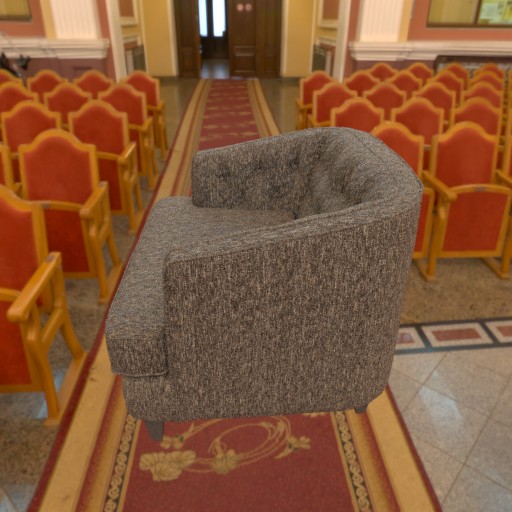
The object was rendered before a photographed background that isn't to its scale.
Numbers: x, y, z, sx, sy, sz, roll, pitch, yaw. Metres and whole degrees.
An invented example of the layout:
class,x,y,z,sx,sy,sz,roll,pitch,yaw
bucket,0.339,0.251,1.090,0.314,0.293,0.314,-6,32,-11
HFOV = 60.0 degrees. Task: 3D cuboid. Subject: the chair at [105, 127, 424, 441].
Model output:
class,x,y,z,sx,sy,sz,roll,pitch,yaw
chair,0.000,0.000,1.725,0.941,0.852,1.104,-1,28,-2
